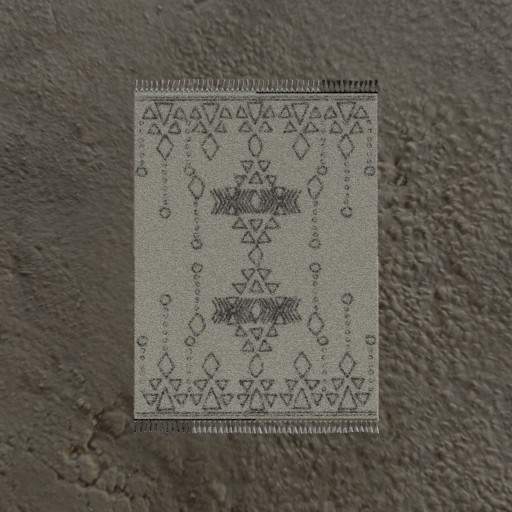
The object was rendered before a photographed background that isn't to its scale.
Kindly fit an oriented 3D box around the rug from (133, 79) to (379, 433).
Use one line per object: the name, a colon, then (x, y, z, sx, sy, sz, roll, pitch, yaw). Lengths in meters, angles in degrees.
rug: (0.000, 0.000, 2.896, 1.600, 0.013, 2.312, 0, 90, 0)
